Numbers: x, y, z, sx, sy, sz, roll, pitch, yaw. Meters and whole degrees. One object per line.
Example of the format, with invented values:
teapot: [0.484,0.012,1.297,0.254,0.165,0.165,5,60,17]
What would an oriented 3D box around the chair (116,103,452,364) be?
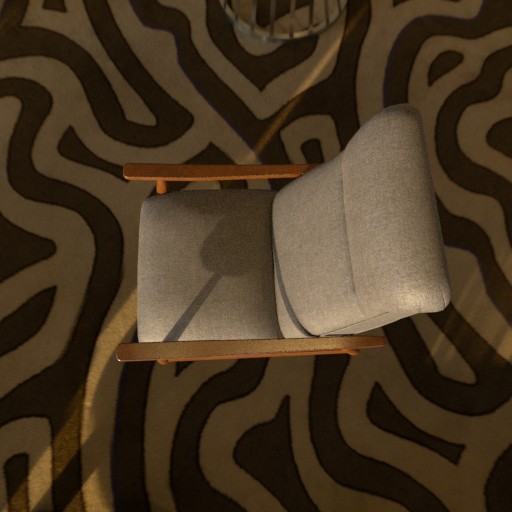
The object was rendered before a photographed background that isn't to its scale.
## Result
chair: [0.000,0.000,1.734,1.014,1.081,0.762,-3,74,-1]
